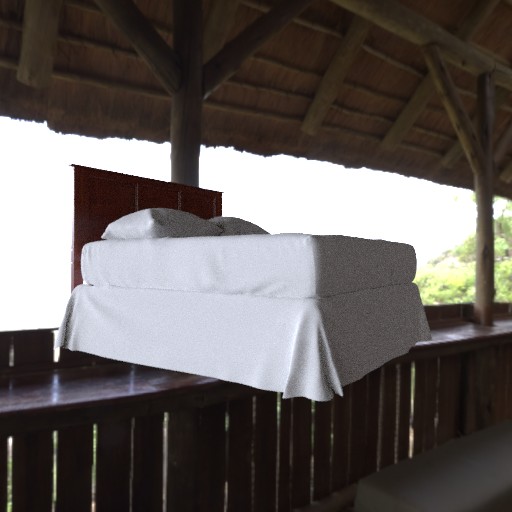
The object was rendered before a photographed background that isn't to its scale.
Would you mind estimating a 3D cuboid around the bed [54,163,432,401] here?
[{"bbox_3d":[0.000,0.000,3.139,2.050,1.270,1.870,0,0,35],"label":"bed"}]
